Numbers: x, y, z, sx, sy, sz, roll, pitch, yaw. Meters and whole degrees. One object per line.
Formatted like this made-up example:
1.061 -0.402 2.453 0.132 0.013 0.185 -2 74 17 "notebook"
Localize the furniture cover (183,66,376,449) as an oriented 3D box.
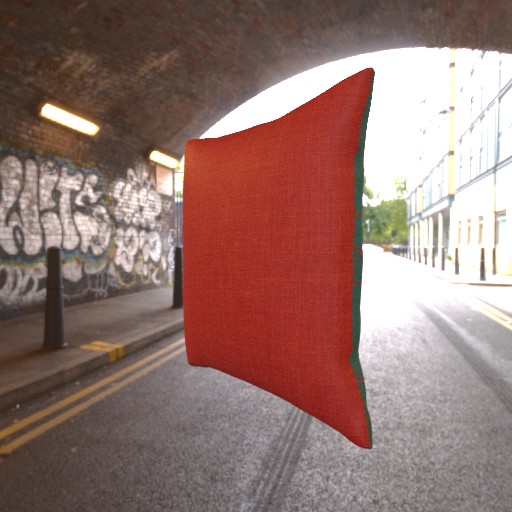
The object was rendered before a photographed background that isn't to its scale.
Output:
0.000 0.000 0.791 0.158 0.508 0.517 -1 2 -36 "furniture cover"
